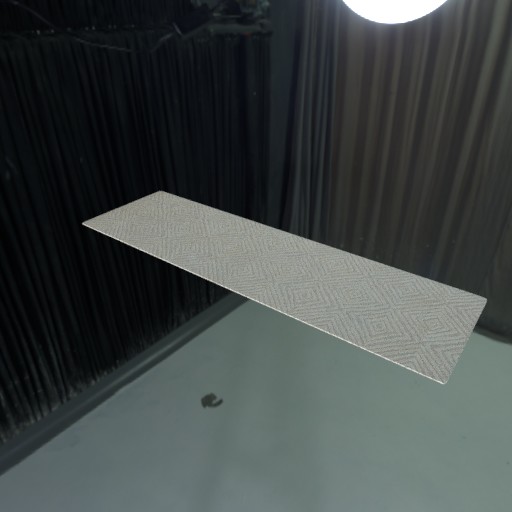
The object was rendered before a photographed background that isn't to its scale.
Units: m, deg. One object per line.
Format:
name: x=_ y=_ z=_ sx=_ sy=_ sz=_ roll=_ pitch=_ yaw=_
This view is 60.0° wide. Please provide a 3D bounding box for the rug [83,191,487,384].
rug: x=0.000 y=0.000 z=2.484 sx=2.277 sy=0.008 sz=0.676 roll=21 pitch=36 yaw=31
